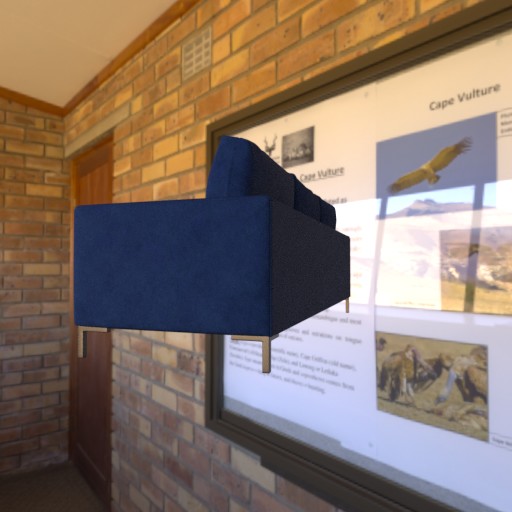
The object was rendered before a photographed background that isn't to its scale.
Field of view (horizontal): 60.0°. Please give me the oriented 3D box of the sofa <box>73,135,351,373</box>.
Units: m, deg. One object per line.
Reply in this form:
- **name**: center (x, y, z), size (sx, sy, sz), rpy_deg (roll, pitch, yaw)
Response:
- **sofa**: center (0.000, 0.000, 2.724), size (0.875, 0.879, 2.252), rpy_deg (0, -1, 19)
